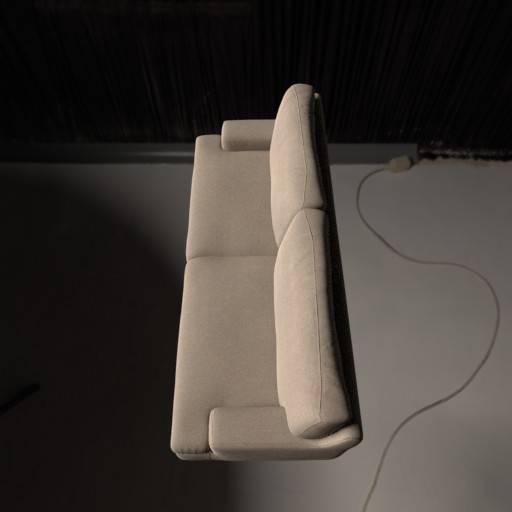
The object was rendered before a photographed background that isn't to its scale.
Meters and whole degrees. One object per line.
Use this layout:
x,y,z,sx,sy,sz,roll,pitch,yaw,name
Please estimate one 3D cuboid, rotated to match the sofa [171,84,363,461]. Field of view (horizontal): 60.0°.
0.000,0.000,2.862,0.962,0.980,2.354,0,59,0,sofa
